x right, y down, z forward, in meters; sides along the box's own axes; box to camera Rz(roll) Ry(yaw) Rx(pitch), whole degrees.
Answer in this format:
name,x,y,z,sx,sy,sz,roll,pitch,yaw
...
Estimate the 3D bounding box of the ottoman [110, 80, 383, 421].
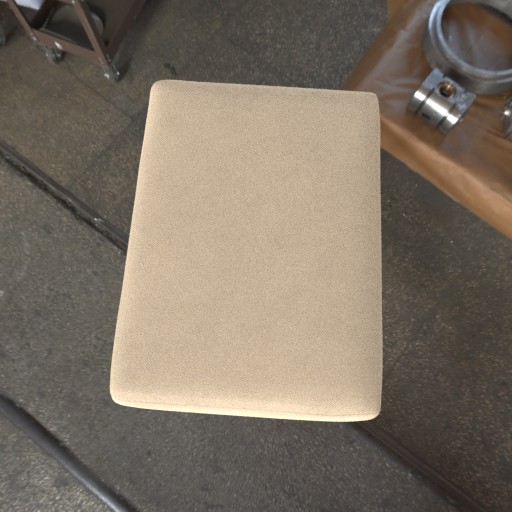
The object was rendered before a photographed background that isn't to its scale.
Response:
name,x,y,z,sx,sy,sz,roll,pitch,yaw
ottoman,0.000,0.000,1.170,0.569,0.504,0.773,4,75,1
